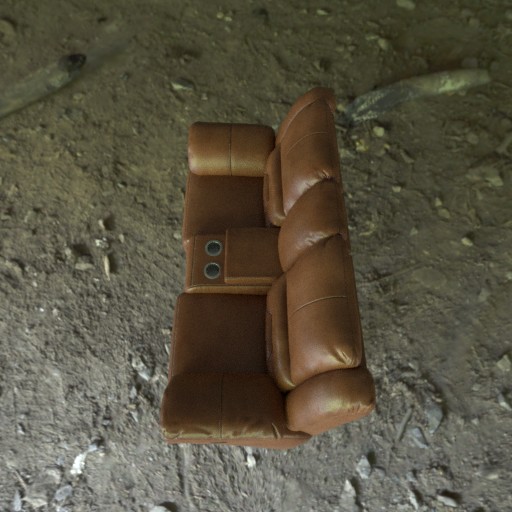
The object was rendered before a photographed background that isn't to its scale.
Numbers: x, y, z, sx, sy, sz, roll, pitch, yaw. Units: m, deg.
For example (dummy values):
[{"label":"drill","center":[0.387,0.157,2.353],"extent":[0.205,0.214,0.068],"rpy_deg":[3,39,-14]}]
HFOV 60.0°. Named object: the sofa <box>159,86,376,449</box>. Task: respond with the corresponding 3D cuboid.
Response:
[{"label":"sofa","center":[0.000,0.000,2.632],"extent":[0.991,1.043,2.058],"rpy_deg":[0,59,0]}]
